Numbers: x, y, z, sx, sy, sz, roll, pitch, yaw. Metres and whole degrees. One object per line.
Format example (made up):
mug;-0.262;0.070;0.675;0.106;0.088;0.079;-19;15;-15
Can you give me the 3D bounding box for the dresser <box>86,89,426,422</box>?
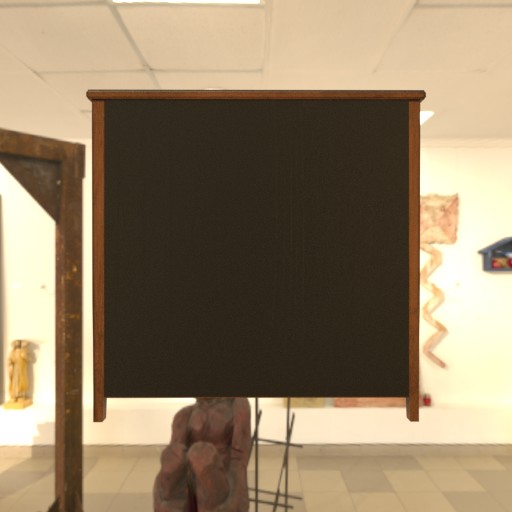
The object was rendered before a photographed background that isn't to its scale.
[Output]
dresser;0.000;0.000;1.924;1.250;1.224;0.591;0;0;0
